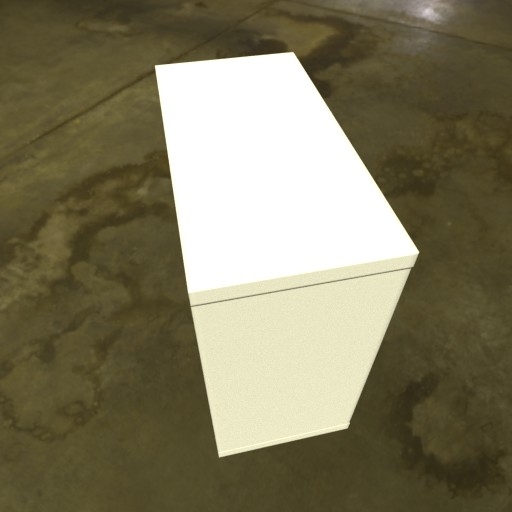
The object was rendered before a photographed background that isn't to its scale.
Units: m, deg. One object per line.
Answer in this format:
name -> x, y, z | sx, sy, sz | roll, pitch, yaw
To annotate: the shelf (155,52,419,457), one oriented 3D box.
shelf -> 0.000, 0.000, 1.270 | 0.390, 0.786, 0.790 | -9, 49, -8
